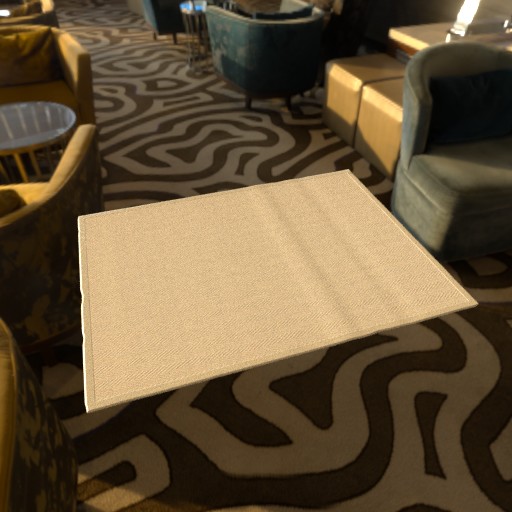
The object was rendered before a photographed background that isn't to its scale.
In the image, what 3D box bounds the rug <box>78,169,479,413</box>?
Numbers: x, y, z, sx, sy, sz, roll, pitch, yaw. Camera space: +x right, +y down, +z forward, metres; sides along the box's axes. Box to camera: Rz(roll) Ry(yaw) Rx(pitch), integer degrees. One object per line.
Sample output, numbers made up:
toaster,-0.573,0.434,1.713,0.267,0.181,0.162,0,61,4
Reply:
rug,0.000,0.000,4.833,3.659,0.037,2.734,-12,42,-14
